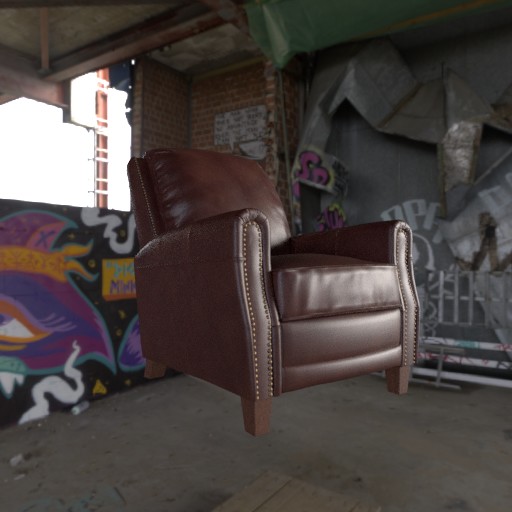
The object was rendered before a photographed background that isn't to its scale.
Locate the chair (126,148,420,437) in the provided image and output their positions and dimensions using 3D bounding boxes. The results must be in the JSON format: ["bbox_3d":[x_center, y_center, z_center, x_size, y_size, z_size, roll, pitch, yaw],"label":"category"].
[{"bbox_3d":[0.000,0.000,1.840,0.826,1.022,1.089,0,0,-35],"label":"chair"}]
